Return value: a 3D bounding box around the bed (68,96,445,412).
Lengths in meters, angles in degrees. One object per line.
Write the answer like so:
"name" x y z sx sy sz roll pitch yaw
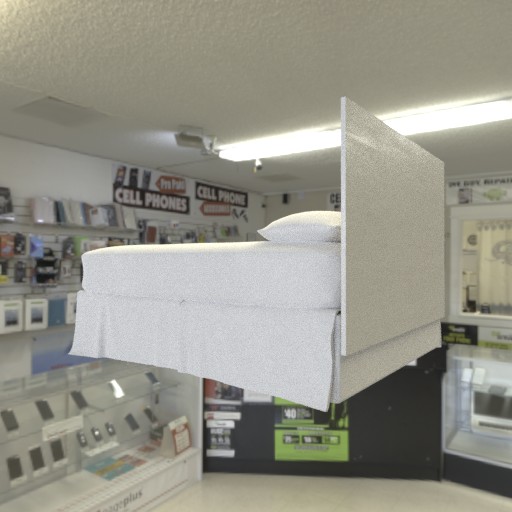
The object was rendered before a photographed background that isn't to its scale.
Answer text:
"bed" 0.000 0.000 3.114 2.094 1.335 1.745 0 -1 37
